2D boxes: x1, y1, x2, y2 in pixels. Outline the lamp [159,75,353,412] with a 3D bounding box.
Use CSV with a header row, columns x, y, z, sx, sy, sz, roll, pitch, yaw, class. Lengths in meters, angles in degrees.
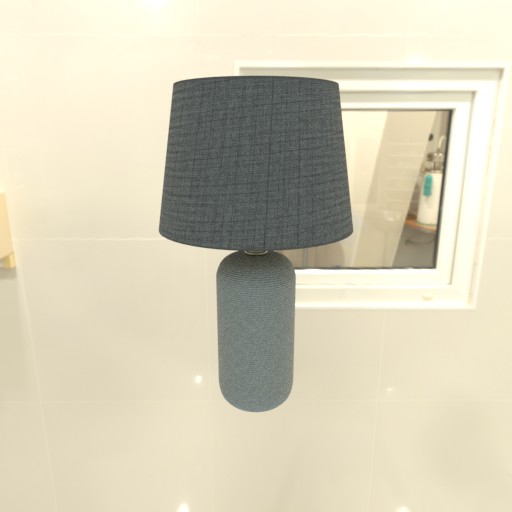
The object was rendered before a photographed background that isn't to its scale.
x,y,z,sx,sy,sz,roll,pitch,yaw,class
0.000,0.000,0.596,0.251,0.429,0.251,0,16,0,lamp
